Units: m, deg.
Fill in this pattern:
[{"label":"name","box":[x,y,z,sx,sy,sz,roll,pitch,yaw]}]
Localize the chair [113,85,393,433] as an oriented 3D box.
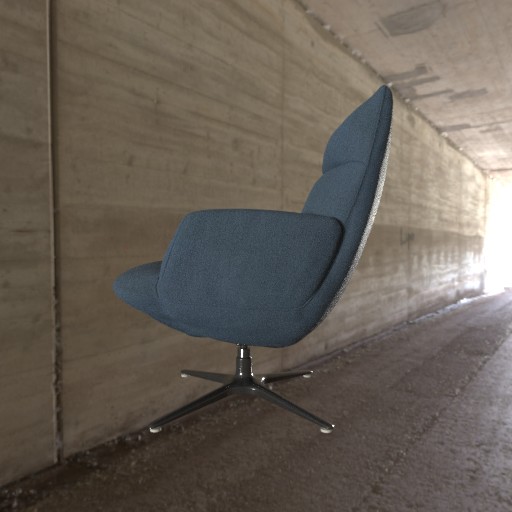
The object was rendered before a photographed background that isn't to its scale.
[{"label":"chair","box":[0.000,0.000,1.558,0.889,1.016,0.711,0,2,0]}]
